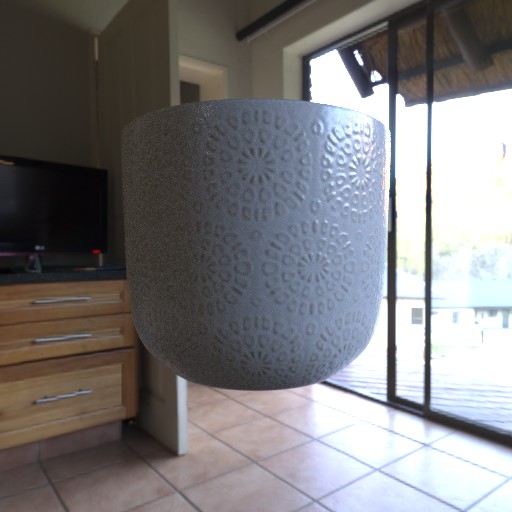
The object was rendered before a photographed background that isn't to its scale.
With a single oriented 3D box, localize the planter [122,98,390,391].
[{"bbox_3d":[0.000,0.000,0.295,0.170,0.152,0.170,0,1,0],"label":"planter"}]
